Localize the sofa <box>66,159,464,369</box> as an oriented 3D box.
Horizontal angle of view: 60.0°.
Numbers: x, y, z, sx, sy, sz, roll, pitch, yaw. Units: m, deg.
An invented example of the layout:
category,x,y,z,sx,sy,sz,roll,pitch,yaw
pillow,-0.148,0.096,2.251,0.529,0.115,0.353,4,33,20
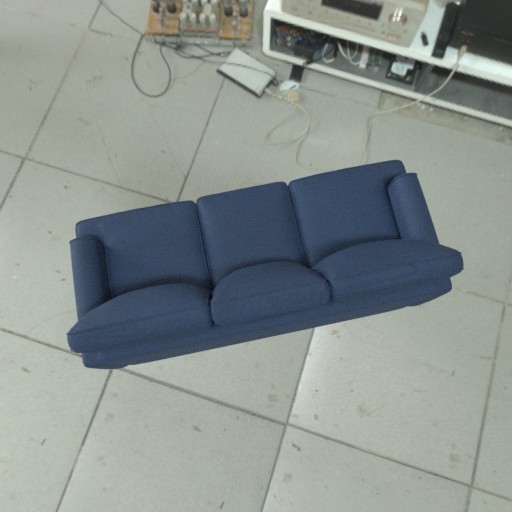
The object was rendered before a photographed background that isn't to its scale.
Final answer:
category,x,y,z,sx,sy,sz,roll,pitch,yaw
sofa,0.000,0.000,2.709,2.158,0.965,0.951,-11,76,-3
